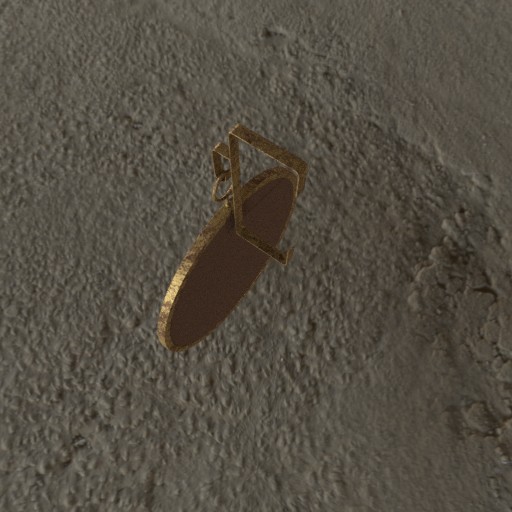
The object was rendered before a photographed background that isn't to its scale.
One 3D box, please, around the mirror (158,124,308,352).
[{"bbox_3d":[0.000,0.000,0.838,0.144,0.651,0.447,34,69,15],"label":"mirror"}]
